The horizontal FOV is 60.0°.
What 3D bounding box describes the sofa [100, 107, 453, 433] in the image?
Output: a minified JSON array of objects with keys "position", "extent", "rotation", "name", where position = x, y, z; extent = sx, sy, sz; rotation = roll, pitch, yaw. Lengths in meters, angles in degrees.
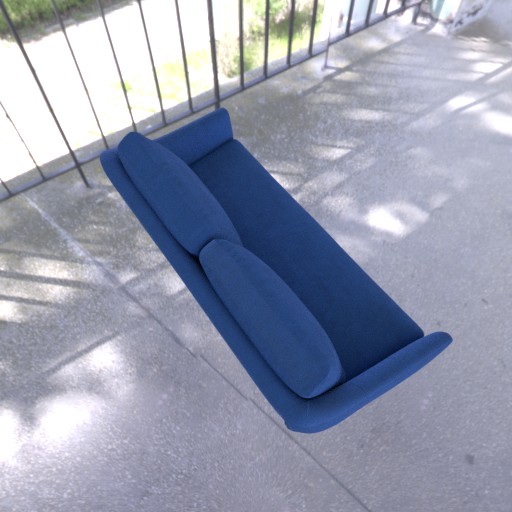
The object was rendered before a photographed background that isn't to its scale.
[{"position":[0.000,0.000,2.554],"extent":[0.960,0.903,2.036],"rotation":[-32,64,-18],"name":"sofa"}]
